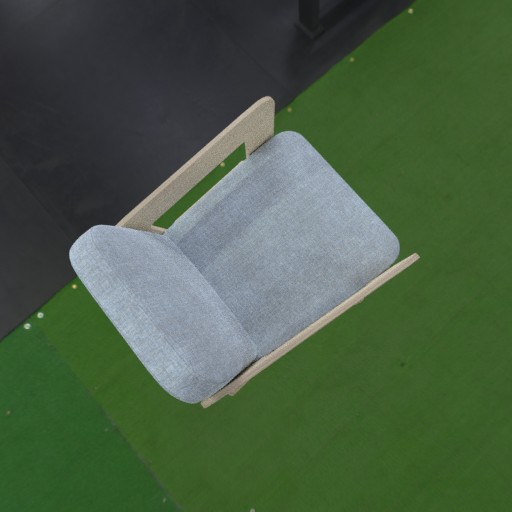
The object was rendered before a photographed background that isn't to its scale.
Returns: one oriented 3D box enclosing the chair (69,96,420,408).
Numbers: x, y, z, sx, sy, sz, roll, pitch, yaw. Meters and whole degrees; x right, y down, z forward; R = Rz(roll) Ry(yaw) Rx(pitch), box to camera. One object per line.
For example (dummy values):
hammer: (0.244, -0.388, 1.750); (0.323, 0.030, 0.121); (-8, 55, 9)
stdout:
chair: (0.000, 0.000, 1.274); (0.710, 0.800, 0.590); (-39, 80, -8)
